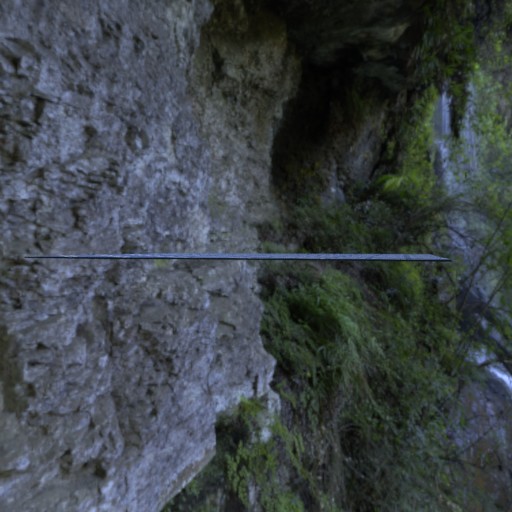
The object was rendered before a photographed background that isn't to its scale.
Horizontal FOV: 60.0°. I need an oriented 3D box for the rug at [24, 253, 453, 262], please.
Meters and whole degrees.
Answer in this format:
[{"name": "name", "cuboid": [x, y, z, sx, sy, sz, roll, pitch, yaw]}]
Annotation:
[{"name": "rug", "cuboid": [0.000, 0.000, 4.383, 3.342, 0.018, 2.432, 0, 1, 18]}]
